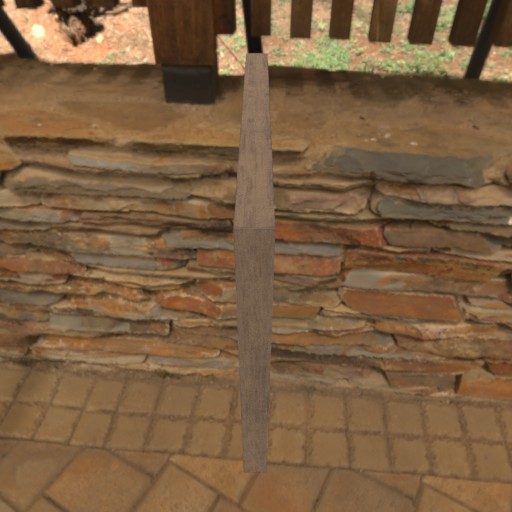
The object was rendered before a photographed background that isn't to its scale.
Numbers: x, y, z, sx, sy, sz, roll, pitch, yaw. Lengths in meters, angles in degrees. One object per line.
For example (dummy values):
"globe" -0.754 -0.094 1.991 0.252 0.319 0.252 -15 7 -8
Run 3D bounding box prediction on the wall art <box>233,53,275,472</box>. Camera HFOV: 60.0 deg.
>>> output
"wall art" 0.000 0.000 0.758 0.038 0.508 0.508 0 41 0
